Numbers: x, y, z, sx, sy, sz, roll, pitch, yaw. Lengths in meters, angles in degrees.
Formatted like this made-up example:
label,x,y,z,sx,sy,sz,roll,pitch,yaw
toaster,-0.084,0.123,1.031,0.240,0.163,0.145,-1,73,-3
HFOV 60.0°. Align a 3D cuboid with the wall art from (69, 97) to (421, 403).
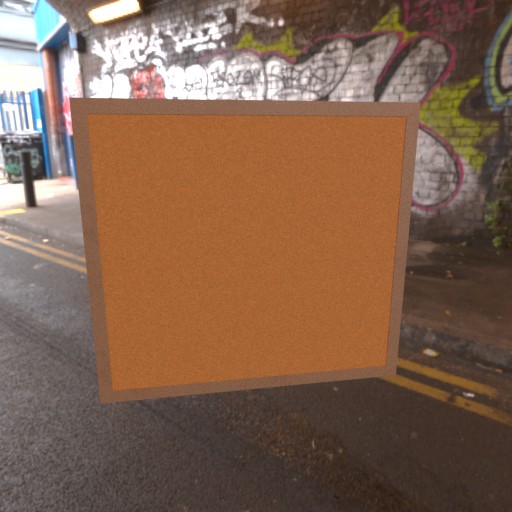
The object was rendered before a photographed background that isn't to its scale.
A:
label,x,y,z,sx,sy,sz,roll,pitch,yaw
wall art,0.000,0.000,1.606,1.168,1.067,0.025,-3,15,-10
